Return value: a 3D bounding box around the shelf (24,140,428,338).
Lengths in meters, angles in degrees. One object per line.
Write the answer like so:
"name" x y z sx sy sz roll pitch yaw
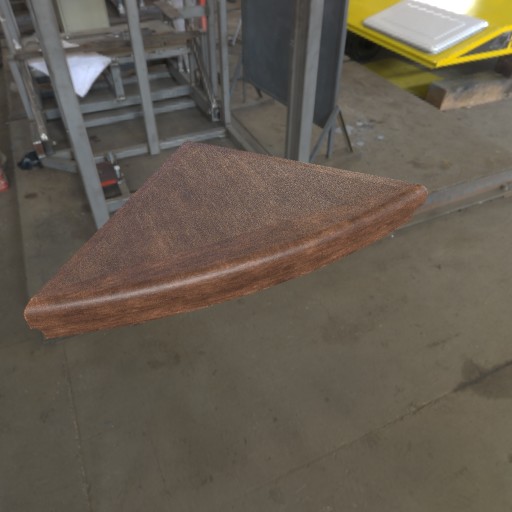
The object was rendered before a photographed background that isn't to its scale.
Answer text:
"shelf" 0.000 0.000 0.455 0.310 0.050 0.310 14 45 15
